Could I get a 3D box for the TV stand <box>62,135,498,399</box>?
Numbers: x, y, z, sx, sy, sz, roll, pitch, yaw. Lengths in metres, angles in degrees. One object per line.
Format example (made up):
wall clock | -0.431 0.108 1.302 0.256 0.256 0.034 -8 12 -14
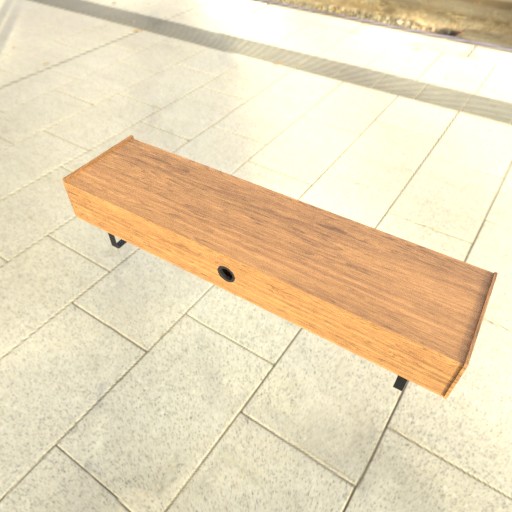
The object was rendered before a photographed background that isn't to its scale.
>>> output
TV stand | 0.000 0.000 1.957 1.796 0.415 0.467 24 50 22
